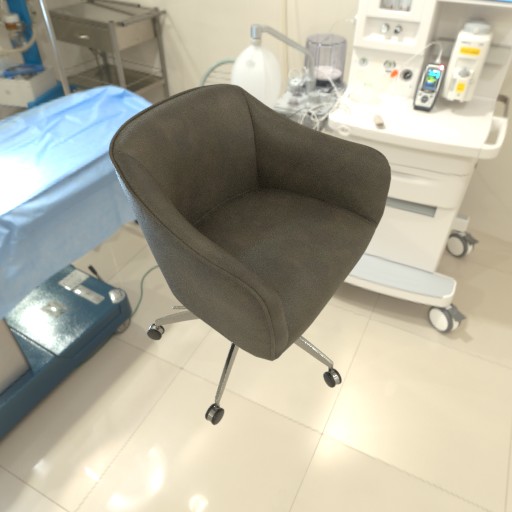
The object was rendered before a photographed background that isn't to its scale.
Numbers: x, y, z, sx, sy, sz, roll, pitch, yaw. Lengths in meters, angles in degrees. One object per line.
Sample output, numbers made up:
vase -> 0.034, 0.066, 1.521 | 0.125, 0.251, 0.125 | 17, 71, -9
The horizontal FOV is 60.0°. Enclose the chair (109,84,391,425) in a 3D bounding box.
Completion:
chair -> 0.000, 0.000, 1.359 | 0.689, 0.827, 0.713 | 24, 47, 25
